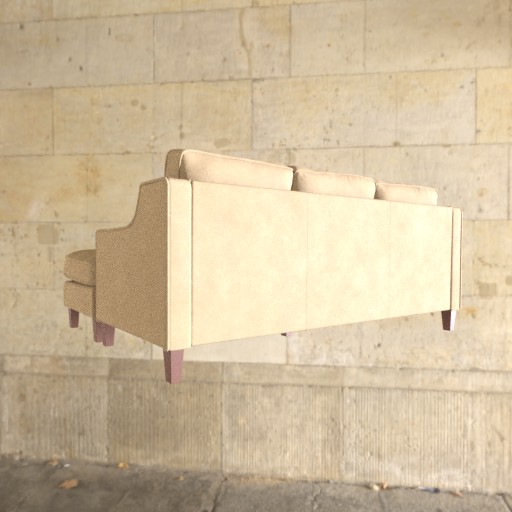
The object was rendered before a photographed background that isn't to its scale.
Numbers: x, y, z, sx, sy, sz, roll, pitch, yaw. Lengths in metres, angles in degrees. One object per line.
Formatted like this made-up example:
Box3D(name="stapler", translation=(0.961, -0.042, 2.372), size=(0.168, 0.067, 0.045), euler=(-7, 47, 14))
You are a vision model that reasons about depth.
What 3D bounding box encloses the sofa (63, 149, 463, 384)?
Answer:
Box3D(name="sofa", translation=(0.000, 0.000, 3.257), size=(2.317, 1.066, 1.858), euler=(-1, 1, -36))
